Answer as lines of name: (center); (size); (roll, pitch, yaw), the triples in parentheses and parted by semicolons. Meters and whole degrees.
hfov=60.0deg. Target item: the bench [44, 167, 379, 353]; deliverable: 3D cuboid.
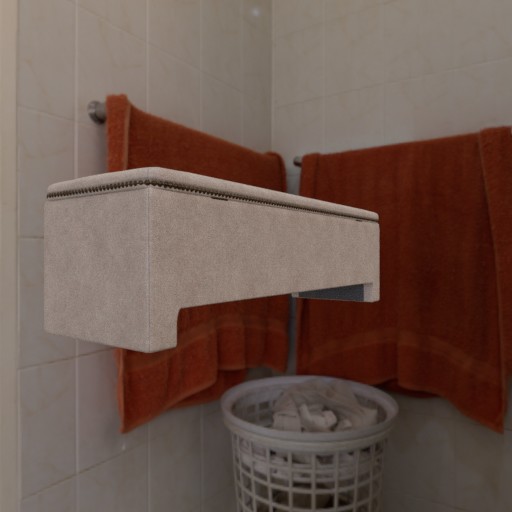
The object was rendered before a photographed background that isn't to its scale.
bench: (0.000, 0.000, 1.740); (0.470, 0.447, 1.482); (0, 0, 36)
